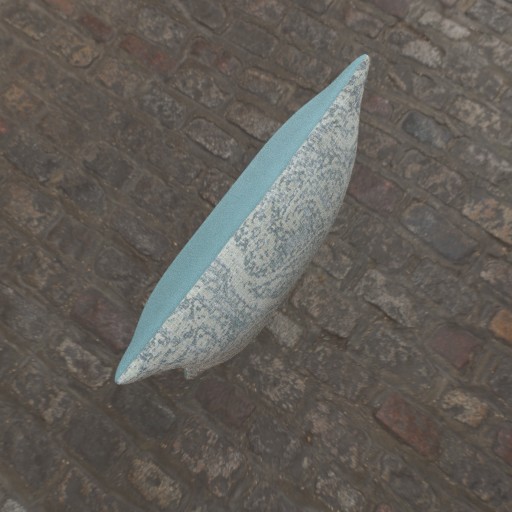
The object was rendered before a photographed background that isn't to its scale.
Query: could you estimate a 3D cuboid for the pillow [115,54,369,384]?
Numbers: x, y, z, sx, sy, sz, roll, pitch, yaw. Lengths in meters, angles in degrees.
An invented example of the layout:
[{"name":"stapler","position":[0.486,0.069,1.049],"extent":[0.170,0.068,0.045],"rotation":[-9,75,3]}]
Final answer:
[{"name":"pillow","position":[0.000,0.000,0.786],"extent":[0.166,0.507,0.526],"rotation":[35,79,8]}]
